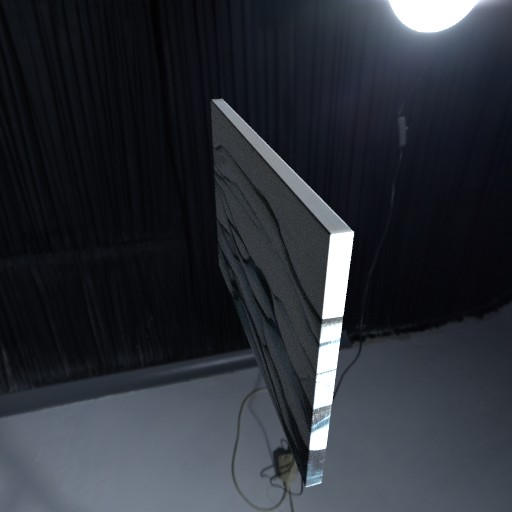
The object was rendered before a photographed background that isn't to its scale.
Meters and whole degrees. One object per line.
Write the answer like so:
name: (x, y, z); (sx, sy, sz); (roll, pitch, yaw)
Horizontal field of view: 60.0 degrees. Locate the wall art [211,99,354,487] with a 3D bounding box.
wall art: (0.000, 0.000, 1.162); (0.039, 0.609, 0.914); (-8, 32, -13)
